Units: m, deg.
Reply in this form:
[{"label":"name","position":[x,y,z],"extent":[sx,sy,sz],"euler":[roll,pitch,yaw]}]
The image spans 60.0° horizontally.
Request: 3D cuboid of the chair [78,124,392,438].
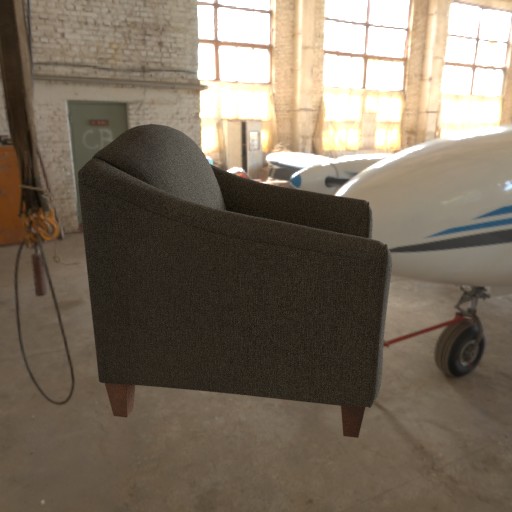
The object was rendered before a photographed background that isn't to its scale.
[{"label":"chair","position":[0.000,0.000,1.465],"extent":[0.787,0.839,0.763],"euler":[3,15,10]}]
